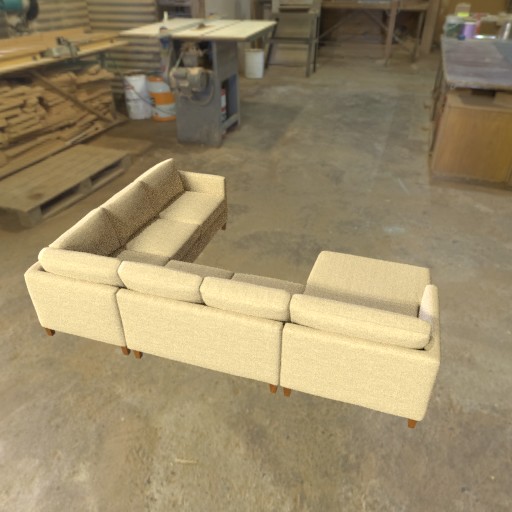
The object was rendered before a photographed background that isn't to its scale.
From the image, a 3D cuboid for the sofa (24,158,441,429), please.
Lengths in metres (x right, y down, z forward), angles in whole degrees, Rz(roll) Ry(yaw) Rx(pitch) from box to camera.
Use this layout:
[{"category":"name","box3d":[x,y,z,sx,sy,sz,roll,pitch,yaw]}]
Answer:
[{"category":"sofa","box3d":[0.000,0.000,4.550,3.460,0.961,2.594,10,34,15]}]
